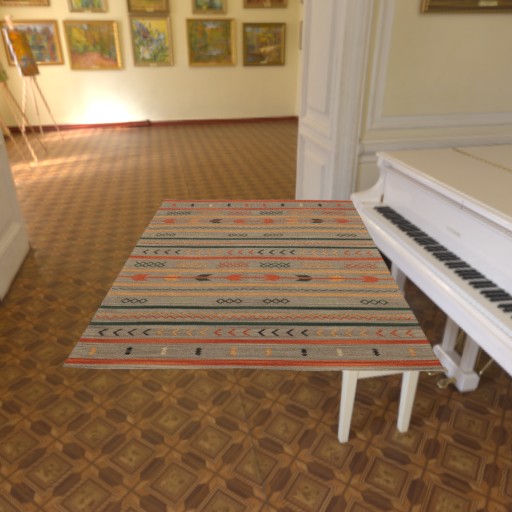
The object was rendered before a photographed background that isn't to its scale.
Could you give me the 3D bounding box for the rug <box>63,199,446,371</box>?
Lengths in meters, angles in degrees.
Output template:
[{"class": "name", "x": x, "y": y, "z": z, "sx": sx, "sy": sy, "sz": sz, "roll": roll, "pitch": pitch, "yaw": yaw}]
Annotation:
[{"class": "rug", "x": 0.000, "y": 0.000, "z": 3.962, "sx": 2.263, "sy": 0.022, "sz": 3.029, "roll": 0, "pitch": 26, "yaw": 1}]
